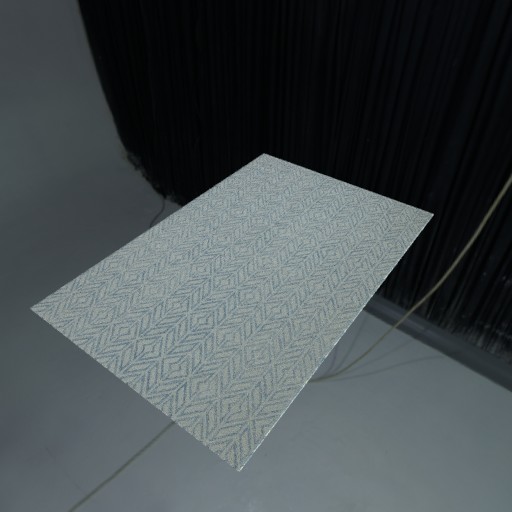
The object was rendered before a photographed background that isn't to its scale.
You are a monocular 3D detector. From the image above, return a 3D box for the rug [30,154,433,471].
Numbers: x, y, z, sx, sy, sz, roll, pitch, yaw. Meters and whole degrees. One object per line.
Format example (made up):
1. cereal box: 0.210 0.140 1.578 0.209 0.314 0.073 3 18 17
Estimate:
1. rug: 0.000 0.000 2.307 1.220 0.008 1.824 26 48 27
